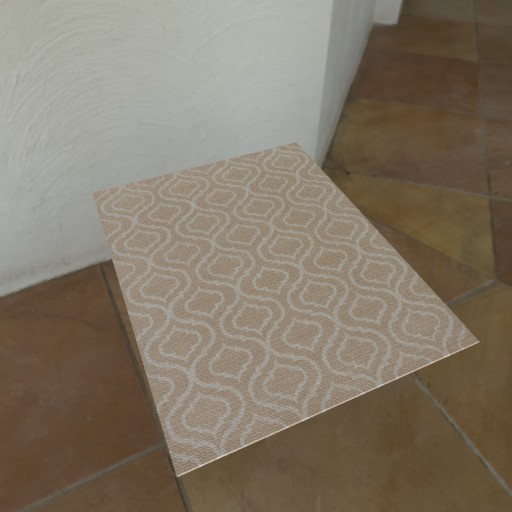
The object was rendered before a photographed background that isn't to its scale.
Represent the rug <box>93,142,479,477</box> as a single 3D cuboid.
[{"bbox_3d":[0.000,0.000,3.824,2.286,0.013,2.894,-18,49,-16],"label":"rug"}]
